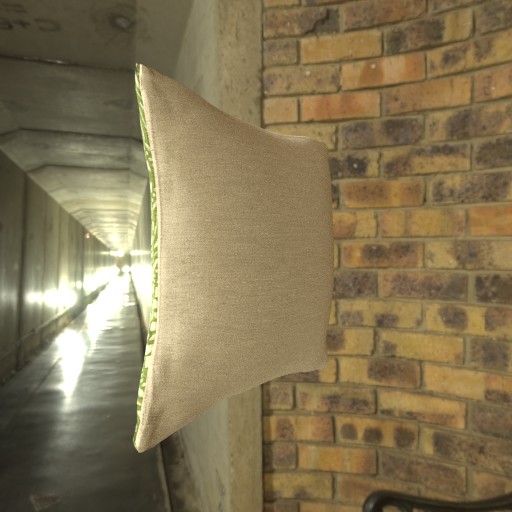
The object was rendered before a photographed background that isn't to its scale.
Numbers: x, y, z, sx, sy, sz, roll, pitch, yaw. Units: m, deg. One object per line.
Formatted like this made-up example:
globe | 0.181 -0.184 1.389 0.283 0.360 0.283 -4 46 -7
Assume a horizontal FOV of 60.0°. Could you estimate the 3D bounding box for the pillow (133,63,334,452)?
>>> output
pillow | 0.000 0.000 0.650 0.162 0.419 0.440 0 1 36
